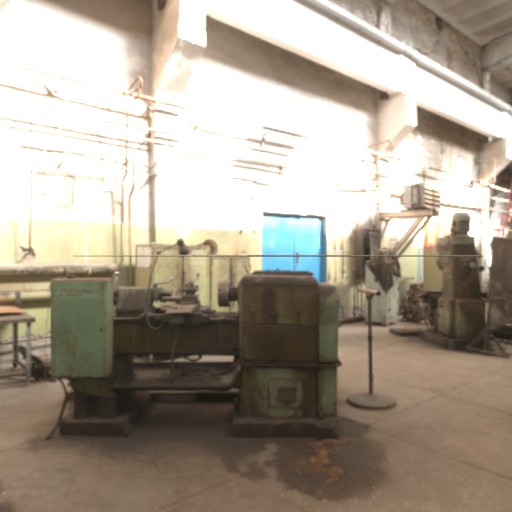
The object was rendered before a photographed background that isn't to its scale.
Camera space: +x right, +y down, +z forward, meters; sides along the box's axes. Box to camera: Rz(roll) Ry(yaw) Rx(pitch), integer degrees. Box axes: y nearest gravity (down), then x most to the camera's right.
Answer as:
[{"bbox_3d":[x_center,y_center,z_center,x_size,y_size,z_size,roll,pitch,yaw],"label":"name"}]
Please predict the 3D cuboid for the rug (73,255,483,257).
[{"bbox_3d":[0.000,0.000,4.139,2.453,0.010,3.037,0,0,-38],"label":"rug"}]
